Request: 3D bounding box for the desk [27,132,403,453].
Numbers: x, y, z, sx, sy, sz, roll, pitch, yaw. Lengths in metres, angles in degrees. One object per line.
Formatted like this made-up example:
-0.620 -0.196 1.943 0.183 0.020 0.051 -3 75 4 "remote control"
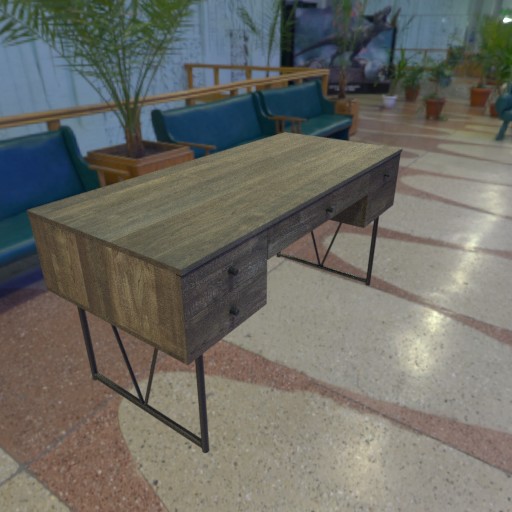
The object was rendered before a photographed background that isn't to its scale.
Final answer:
0.000 0.000 2.040 0.730 0.780 1.600 18 32 32 "desk"
